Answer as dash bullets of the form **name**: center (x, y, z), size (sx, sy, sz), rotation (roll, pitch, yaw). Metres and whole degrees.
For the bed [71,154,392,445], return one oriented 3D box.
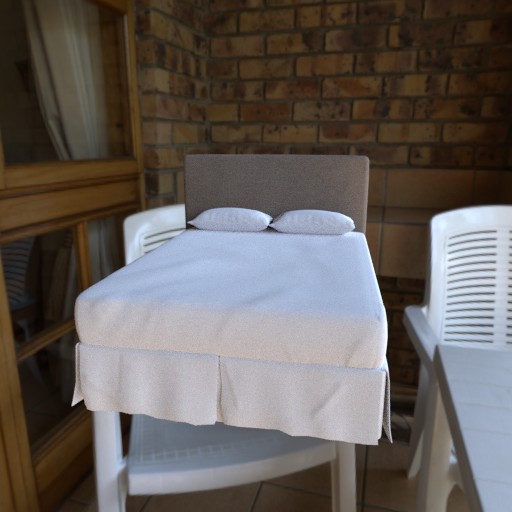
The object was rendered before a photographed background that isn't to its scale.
- **bed**: center (0.000, 0.000, 3.116), size (1.723, 1.330, 2.142), rotation (3, 15, 10)
